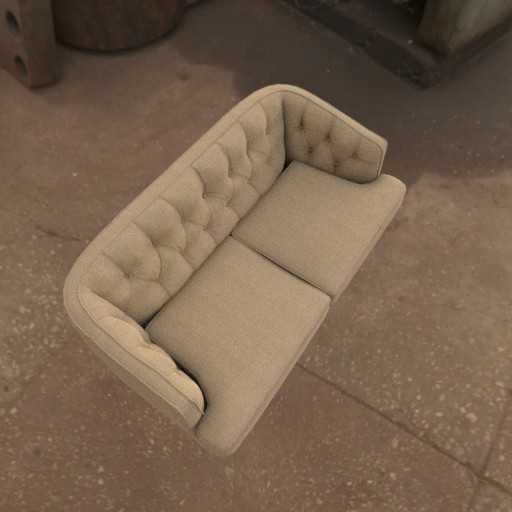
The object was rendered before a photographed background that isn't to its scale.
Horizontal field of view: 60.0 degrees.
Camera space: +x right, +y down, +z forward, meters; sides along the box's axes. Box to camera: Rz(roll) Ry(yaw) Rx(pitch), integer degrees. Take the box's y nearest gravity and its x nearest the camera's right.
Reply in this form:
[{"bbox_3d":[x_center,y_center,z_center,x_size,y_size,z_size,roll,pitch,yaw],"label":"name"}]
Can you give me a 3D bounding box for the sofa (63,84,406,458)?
[{"bbox_3d":[0.000,0.000,2.298,0.941,0.855,1.733,31,64,17],"label":"sofa"}]
